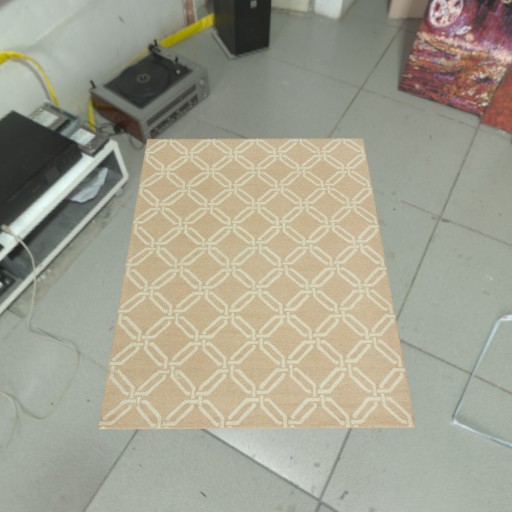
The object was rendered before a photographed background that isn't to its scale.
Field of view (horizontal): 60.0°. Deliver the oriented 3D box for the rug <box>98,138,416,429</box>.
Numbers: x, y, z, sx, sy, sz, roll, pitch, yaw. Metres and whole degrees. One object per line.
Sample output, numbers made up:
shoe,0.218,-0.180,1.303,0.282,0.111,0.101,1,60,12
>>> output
rug,0.000,0.000,3.935,2.288,0.018,2.895,0,59,0
